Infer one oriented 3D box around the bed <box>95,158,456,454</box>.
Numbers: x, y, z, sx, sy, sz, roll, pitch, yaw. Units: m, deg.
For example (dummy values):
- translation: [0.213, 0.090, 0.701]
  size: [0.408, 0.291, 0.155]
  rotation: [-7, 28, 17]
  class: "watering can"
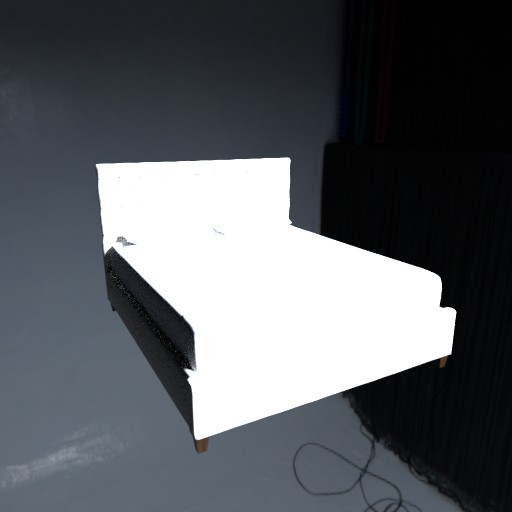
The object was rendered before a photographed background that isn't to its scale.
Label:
- translation: [0.000, 0.000, 3.689]
  size: [2.078, 1.427, 2.387]
  rotation: [-8, 18, -27]
  class: "bed"
